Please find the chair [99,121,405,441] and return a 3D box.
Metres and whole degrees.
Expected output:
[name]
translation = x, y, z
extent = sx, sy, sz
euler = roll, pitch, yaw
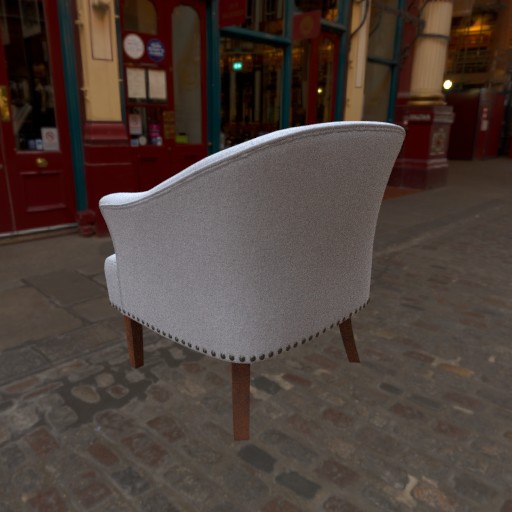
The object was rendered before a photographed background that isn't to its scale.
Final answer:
[chair]
translation = 0.000, 0.000, 1.405
extent = 0.704, 0.815, 0.798
euler = 16, 23, 42
